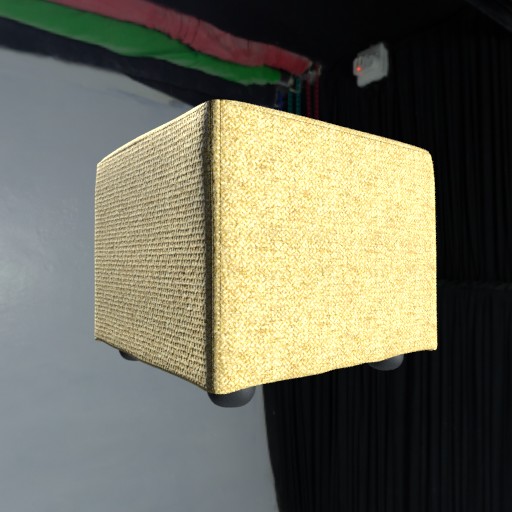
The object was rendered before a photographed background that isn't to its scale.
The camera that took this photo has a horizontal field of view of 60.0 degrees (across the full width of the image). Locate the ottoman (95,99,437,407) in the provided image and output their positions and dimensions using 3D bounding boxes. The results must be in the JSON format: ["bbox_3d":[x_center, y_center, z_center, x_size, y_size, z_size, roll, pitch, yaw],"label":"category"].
[{"bbox_3d":[0.000,0.000,0.899,0.512,0.441,0.505,0,0,-37],"label":"ottoman"}]
